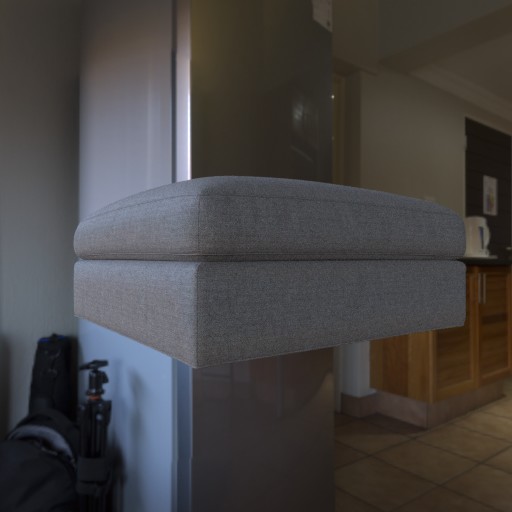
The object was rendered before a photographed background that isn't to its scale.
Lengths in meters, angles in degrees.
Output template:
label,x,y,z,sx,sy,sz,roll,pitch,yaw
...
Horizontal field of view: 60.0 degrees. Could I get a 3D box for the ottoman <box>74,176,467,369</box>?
label,x,y,z,sx,sy,sz,roll,pitch,yaw
ottoman,0.000,0.000,1.609,1.041,0.470,1.041,0,0,-35
